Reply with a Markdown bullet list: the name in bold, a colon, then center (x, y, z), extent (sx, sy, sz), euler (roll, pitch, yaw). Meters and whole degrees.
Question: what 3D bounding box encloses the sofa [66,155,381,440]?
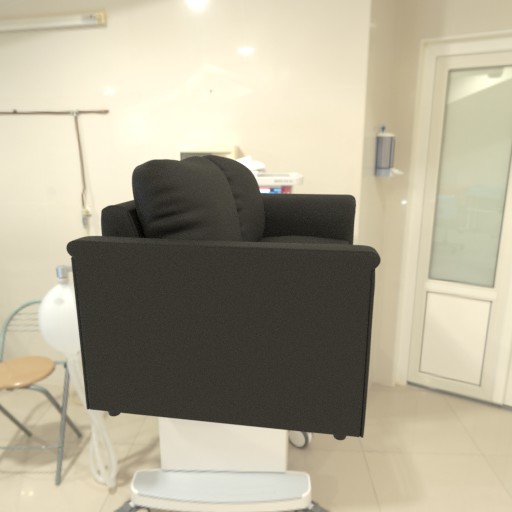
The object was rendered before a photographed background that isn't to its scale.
- **sofa**: center (0.000, 0.000, 1.912), extent (0.887, 0.845, 1.386), euler (2, 14, 9)
